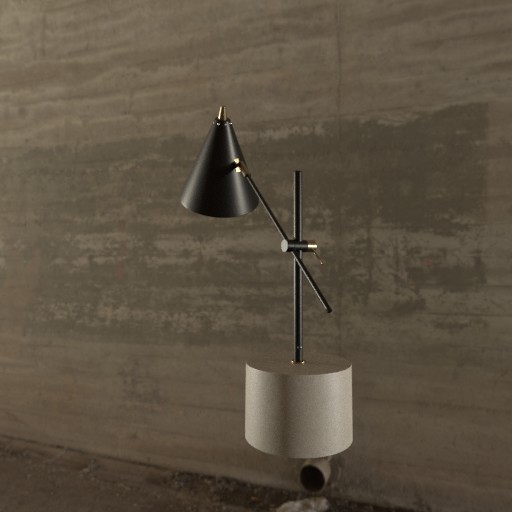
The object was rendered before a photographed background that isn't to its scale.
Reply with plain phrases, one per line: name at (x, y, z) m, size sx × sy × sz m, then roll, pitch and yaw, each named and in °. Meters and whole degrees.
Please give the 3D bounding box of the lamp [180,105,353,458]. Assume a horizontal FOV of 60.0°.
lamp at (0.000, 0.000, 0.733) m, size 0.214 × 0.518 × 0.403 m, roll 0°, pitch -1°, yaw -17°
